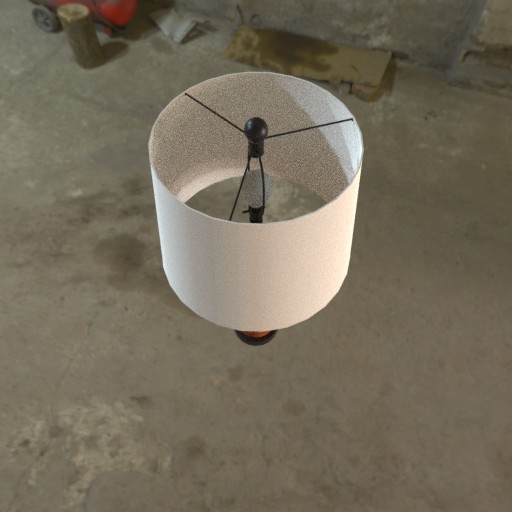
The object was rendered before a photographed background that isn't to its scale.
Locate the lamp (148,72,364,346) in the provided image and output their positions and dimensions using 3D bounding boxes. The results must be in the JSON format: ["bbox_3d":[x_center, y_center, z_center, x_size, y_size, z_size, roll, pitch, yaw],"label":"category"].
[{"bbox_3d":[0.000,0.000,0.860,0.349,0.667,0.349,0,58,0],"label":"lamp"}]
